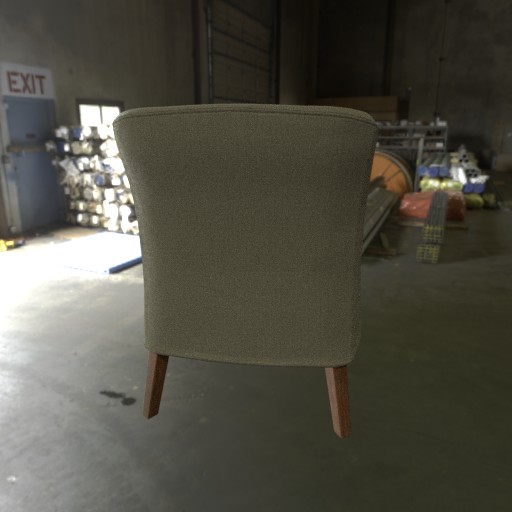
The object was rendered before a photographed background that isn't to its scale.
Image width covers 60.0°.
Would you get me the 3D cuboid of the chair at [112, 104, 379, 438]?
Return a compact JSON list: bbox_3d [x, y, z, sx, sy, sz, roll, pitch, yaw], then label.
[{"bbox_3d":[0.000,0.000,1.231,0.600,0.771,0.668,2,16,8],"label":"chair"}]
